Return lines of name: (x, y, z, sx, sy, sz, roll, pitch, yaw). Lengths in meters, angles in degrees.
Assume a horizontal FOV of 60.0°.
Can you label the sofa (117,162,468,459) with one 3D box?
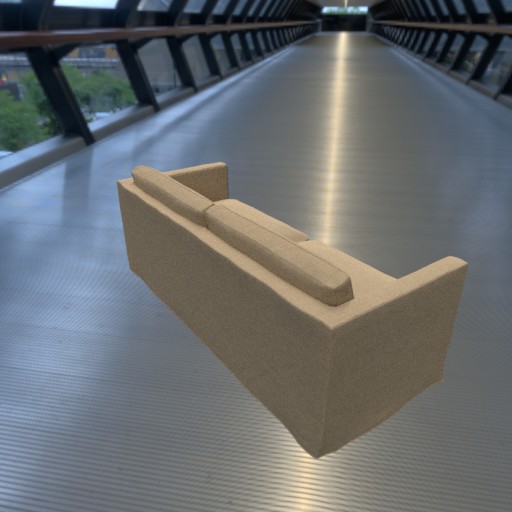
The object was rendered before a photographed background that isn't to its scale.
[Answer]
sofa: (0.000, 0.000, 2.844, 0.962, 0.853, 2.312, -18, 32, -31)
